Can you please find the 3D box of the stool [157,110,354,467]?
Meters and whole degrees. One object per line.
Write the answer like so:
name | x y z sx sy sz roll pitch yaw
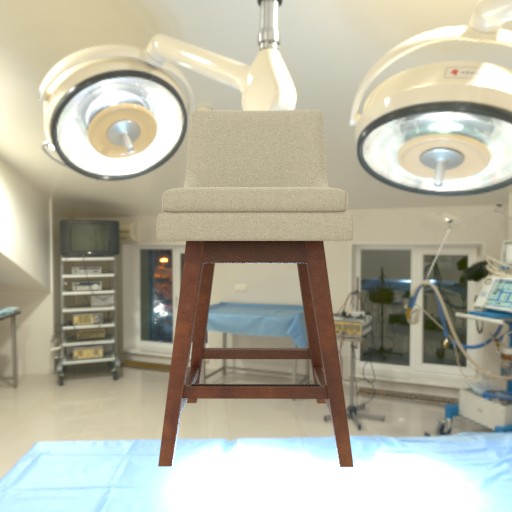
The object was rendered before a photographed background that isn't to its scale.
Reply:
stool | 0.000 0.000 1.298 0.469 0.991 0.559 0 2 0
